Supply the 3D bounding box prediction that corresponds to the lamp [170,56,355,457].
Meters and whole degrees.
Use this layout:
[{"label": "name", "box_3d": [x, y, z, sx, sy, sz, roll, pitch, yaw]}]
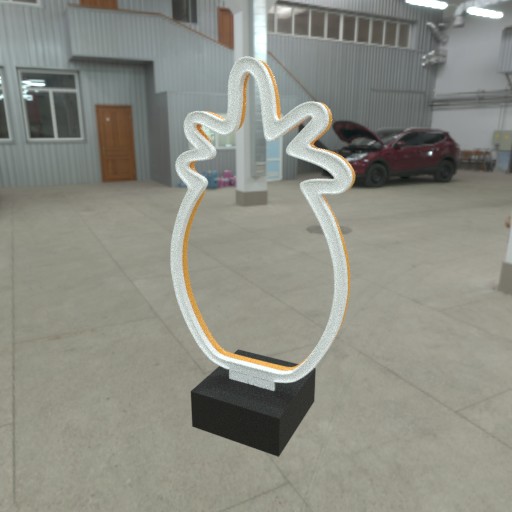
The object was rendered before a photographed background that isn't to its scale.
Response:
[{"label": "lamp", "box_3d": [0.000, 0.000, 0.385, 0.167, 0.317, 0.088, 8, 18, 26]}]
